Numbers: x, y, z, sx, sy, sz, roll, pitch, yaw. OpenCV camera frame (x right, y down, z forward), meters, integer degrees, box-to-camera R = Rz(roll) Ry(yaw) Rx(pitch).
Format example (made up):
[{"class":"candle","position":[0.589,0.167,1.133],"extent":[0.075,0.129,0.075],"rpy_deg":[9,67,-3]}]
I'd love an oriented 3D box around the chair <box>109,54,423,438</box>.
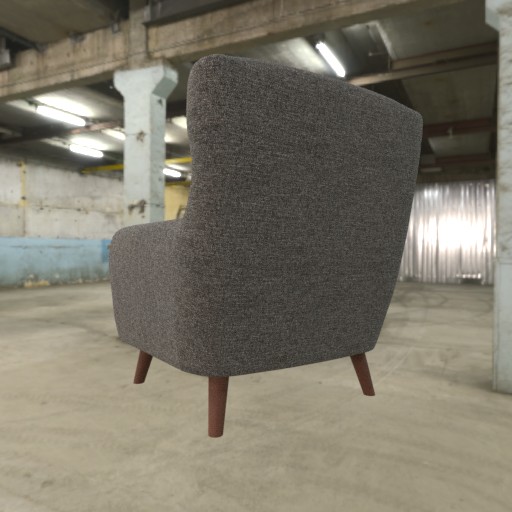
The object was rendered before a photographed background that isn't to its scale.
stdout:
[{"class":"chair","position":[0.000,0.000,1.669],"extent":[0.889,1.039,0.940],"rpy_deg":[0,0,-35]}]
